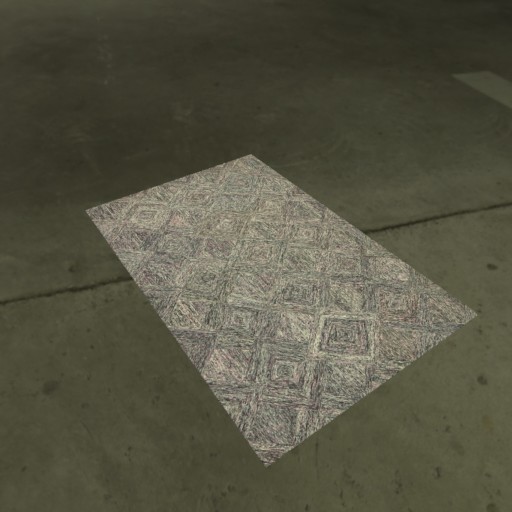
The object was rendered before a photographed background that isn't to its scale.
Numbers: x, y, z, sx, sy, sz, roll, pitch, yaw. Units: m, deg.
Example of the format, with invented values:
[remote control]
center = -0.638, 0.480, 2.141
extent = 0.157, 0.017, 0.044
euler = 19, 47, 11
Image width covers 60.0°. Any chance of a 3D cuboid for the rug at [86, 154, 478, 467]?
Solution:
[rug]
center = 0.000, 0.000, 2.925
extent = 1.501, 0.017, 2.298
euler = -25, 47, -26
